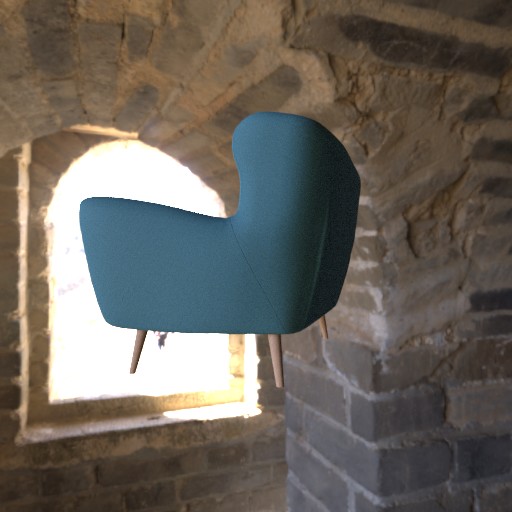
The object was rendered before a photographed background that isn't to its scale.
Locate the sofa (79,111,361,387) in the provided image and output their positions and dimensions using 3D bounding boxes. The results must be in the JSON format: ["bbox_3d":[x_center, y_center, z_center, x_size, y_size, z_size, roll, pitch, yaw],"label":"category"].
[{"bbox_3d":[0.000,0.000,2.030,0.889,0.889,1.397,0,0,18],"label":"sofa"}]
